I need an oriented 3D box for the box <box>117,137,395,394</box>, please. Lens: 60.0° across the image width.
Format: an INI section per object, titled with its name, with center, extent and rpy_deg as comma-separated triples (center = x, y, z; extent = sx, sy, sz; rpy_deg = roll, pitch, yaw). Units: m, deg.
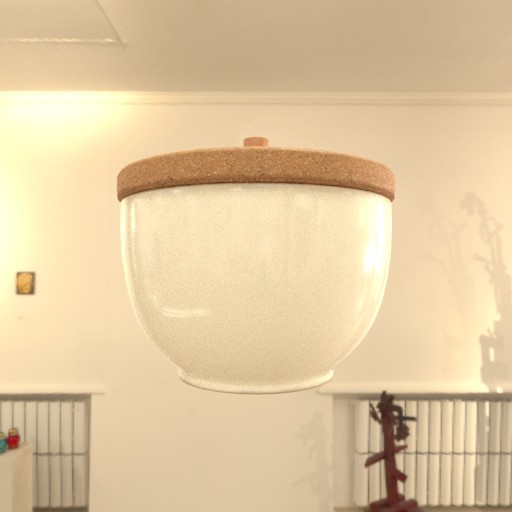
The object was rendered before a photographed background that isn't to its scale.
[box]
center = 0.000, 0.000, 0.179
extent = 0.107, 0.094, 0.107
rpy_deg = 0, -1, 0
